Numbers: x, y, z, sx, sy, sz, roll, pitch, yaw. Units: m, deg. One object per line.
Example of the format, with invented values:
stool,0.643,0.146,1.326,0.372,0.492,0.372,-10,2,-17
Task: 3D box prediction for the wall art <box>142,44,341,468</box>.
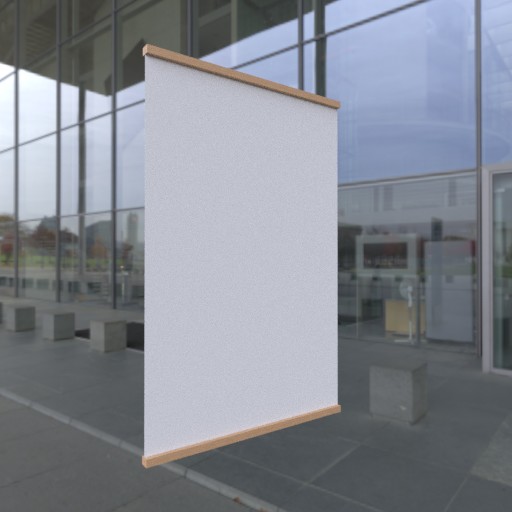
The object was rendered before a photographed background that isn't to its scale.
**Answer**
wall art,0.000,0.000,0.763,0.401,0.611,0.016,0,0,-36
